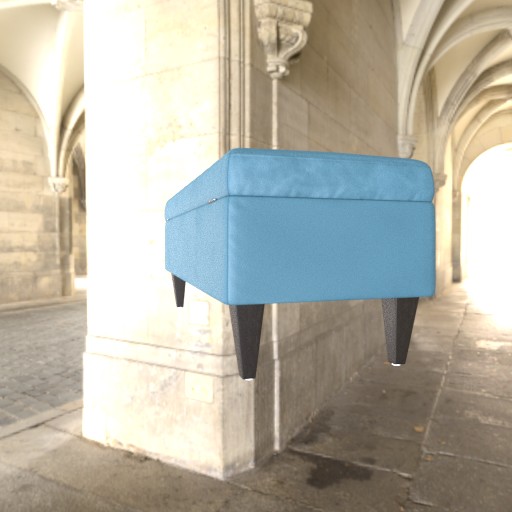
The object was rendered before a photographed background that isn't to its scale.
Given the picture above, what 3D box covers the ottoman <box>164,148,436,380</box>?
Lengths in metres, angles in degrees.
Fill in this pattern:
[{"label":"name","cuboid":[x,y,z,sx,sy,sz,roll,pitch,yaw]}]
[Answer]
[{"label":"ottoman","cuboid":[0.000,0.000,1.443,0.482,0.469,1.151,-1,2,-17]}]
